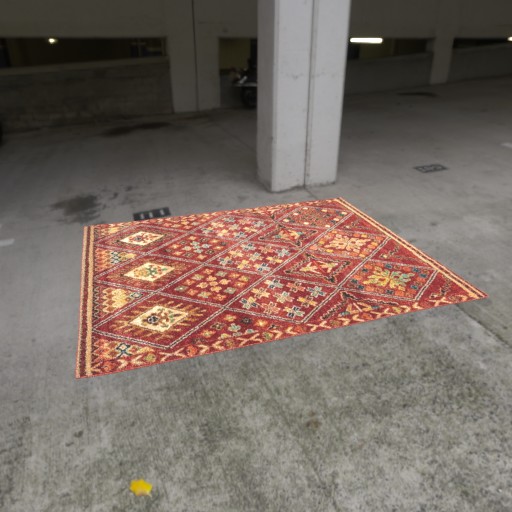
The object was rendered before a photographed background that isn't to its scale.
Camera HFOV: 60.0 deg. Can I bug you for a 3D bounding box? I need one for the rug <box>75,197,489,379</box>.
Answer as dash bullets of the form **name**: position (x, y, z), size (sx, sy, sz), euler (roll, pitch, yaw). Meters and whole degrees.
- **rug**: position (0.000, 0.000, 4.131), size (3.086, 0.030, 2.489), euler (-8, 28, -16)
